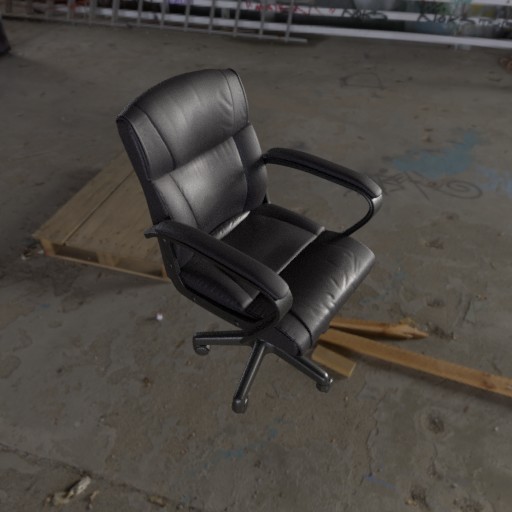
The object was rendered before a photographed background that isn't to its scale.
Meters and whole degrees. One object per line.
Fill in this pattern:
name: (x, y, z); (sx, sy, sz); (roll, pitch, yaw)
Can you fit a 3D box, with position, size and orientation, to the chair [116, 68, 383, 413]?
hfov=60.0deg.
chair: (0.000, 0.000, 1.417); (0.641, 0.998, 0.576); (26, 47, 26)
